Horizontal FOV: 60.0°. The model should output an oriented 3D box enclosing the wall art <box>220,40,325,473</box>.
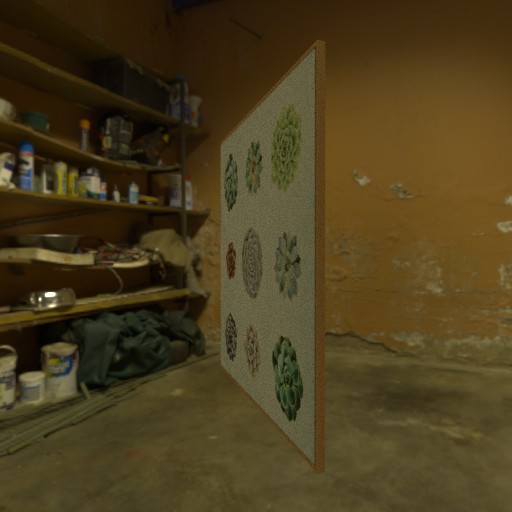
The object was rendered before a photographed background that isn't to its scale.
[{"bbox_3d":[0.000,0.000,0.985,0.014,0.655,0.657,0,0,-17],"label":"wall art"}]
